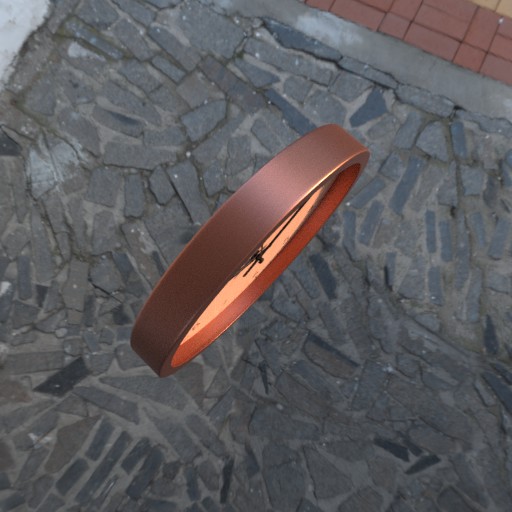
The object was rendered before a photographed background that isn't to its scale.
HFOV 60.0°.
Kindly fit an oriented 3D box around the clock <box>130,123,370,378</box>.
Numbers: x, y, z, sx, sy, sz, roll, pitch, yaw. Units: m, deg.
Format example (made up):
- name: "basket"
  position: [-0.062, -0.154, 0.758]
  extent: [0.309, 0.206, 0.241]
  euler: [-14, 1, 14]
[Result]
- name: "clock"
  position: [0.000, 0.000, 0.478]
  extent: [0.040, 0.313, 0.313]
  euler: [43, 80, 9]
